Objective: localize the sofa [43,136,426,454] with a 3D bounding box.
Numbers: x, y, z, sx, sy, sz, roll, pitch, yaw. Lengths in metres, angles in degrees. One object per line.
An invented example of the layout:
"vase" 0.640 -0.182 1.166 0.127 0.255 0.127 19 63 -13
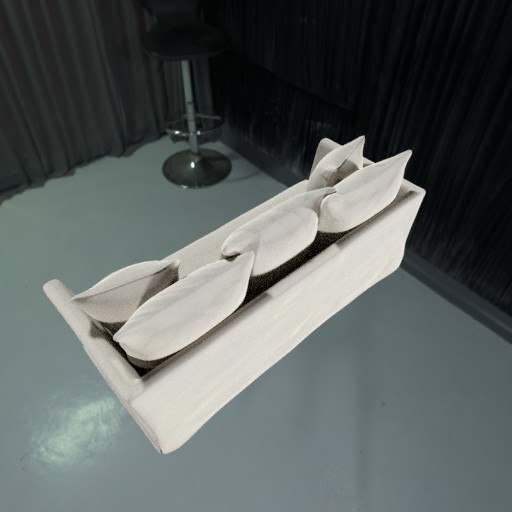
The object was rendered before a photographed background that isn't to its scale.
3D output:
"sofa" 0.000 0.000 3.082 2.499 1.047 1.046 -33 54 -28
